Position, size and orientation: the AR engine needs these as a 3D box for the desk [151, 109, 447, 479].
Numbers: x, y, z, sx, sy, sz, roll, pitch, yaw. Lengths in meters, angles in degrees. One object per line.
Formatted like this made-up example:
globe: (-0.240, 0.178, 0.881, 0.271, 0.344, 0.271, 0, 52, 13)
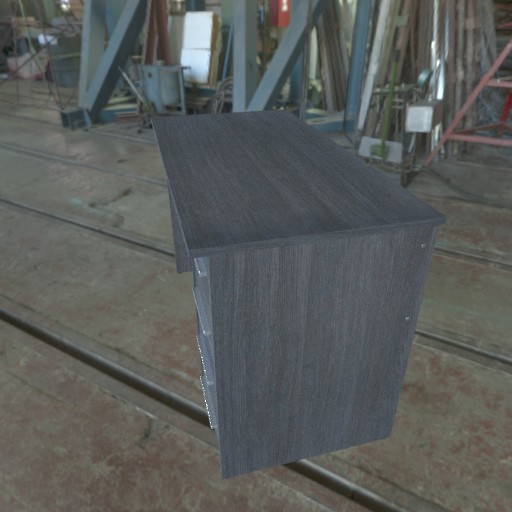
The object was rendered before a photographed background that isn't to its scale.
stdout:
desk: (0.000, 0.000, 1.535, 0.560, 0.730, 1.096, -8, 31, -13)
